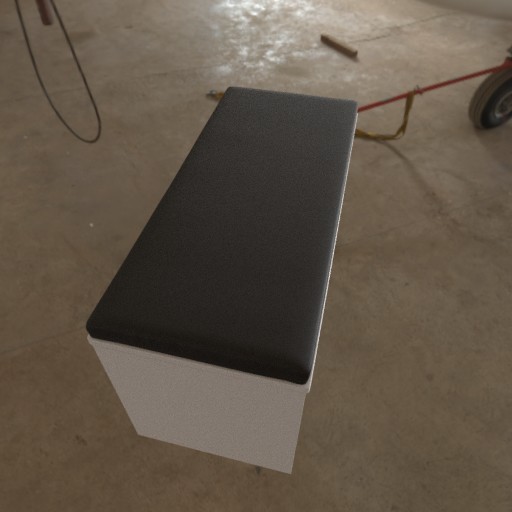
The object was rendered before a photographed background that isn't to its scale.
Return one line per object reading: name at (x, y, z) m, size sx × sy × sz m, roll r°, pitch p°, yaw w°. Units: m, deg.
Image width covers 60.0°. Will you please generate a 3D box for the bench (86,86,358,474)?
bench at (0.000, 0.000, 1.200) m, size 0.401 × 0.500 × 0.899 m, roll 10°, pitch 48°, yaw 9°
